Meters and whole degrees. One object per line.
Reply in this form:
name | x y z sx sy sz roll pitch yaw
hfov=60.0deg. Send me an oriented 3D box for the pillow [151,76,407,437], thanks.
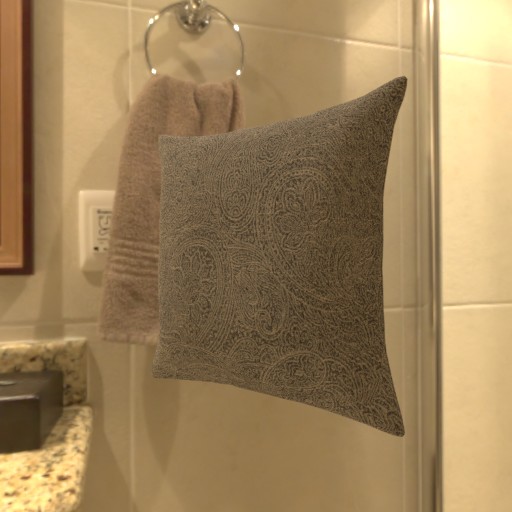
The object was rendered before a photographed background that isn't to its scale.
pillow | 0.000 0.000 0.777 0.523 0.510 0.166 -1 -1 36
